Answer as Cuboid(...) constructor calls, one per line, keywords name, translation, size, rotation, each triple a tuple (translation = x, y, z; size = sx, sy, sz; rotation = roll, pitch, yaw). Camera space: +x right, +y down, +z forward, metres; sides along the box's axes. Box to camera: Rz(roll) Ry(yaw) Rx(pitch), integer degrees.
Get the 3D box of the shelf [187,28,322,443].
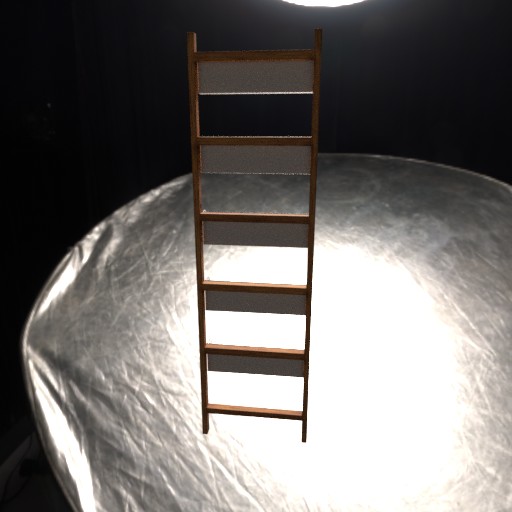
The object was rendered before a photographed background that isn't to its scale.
Cuboid(name="shelf", translation=(0.000, 0.000, 1.759), size=(0.454, 1.600, 0.141), rotation=(2, 16, 7))
